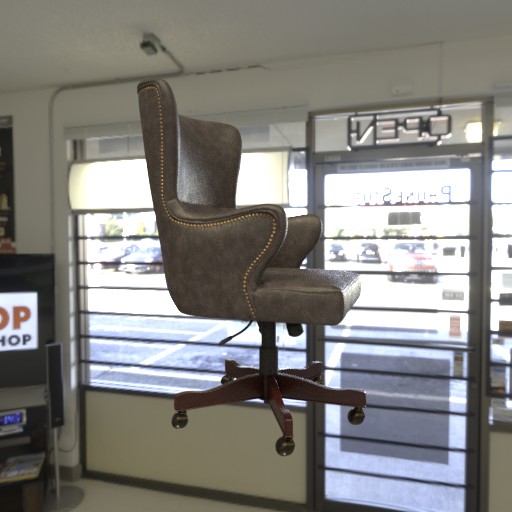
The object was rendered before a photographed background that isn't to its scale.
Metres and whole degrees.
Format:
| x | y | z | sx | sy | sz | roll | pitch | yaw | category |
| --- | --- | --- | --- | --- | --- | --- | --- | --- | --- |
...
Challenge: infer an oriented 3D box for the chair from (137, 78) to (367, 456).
| x | y | z | sx | sy | sz | roll | pitch | yaw | category |
| --- | --- | --- | --- | --- | --- | --- | --- | --- | --- |
| 0.000 | 0.000 | 1.462 | 0.717 | 1.037 | 0.594 | 1 | 2 | 18 | chair |
